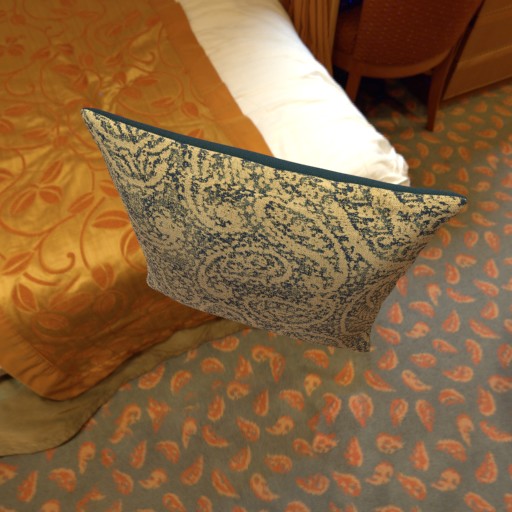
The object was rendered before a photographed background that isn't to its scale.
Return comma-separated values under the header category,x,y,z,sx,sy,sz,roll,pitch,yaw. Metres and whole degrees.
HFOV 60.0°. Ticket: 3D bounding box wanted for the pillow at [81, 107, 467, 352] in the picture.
category,x,y,z,sx,sy,sz,roll,pitch,yaw
pillow,0.000,0.000,0.779,0.523,0.510,0.166,16,60,9
